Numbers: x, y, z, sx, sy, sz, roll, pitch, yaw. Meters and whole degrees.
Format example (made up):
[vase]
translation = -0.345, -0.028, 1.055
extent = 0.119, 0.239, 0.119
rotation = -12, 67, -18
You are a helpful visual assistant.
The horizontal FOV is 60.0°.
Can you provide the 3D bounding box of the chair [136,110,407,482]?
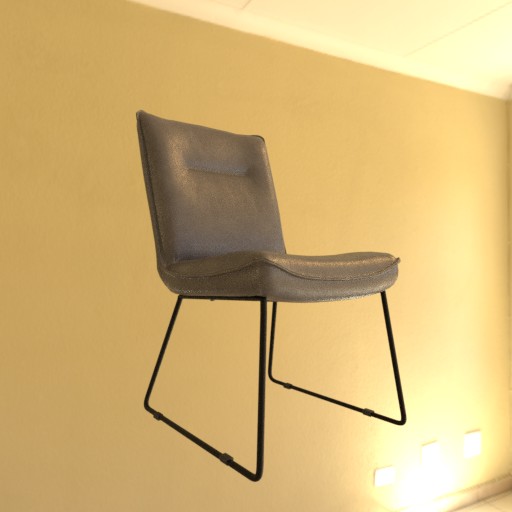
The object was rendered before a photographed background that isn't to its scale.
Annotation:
[chair]
translation = 0.000, 0.000, 1.313
extent = 0.515, 0.932, 0.688
rotation = 0, 0, -37
